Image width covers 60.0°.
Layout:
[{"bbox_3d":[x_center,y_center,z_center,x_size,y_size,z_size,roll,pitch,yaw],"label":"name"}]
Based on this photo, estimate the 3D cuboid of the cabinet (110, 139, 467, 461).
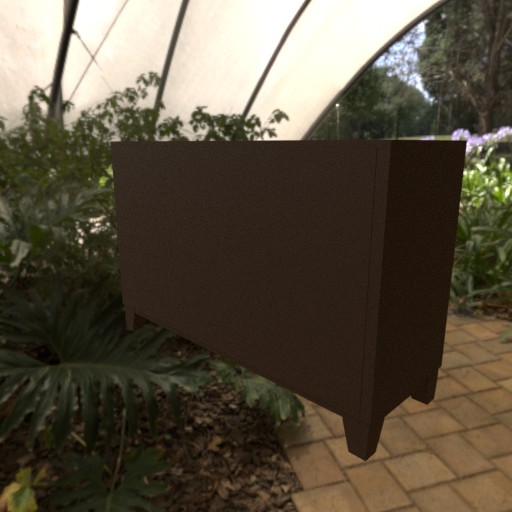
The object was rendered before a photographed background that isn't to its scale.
[{"bbox_3d":[0.000,0.000,1.819,1.396,0.914,0.482,14,20,43],"label":"cabinet"}]
